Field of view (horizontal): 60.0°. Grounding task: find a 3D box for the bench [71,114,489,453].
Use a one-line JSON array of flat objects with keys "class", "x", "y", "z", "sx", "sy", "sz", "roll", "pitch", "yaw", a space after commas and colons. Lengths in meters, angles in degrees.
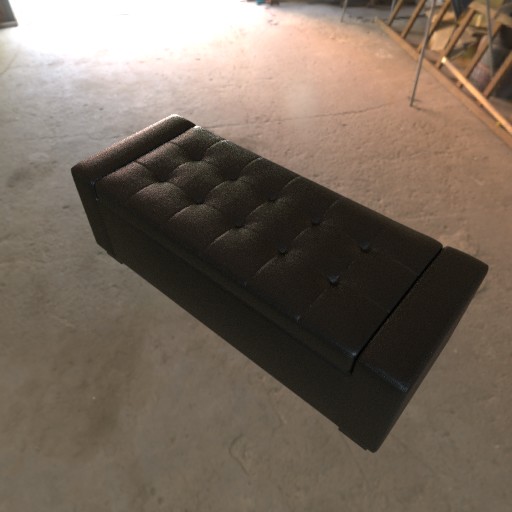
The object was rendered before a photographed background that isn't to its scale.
[{"class": "bench", "x": 0.000, "y": 0.000, "z": 1.535, "sx": 1.296, "sy": 0.445, "sz": 0.508, "roll": 32, "pitch": 54, "yaw": 26}]
